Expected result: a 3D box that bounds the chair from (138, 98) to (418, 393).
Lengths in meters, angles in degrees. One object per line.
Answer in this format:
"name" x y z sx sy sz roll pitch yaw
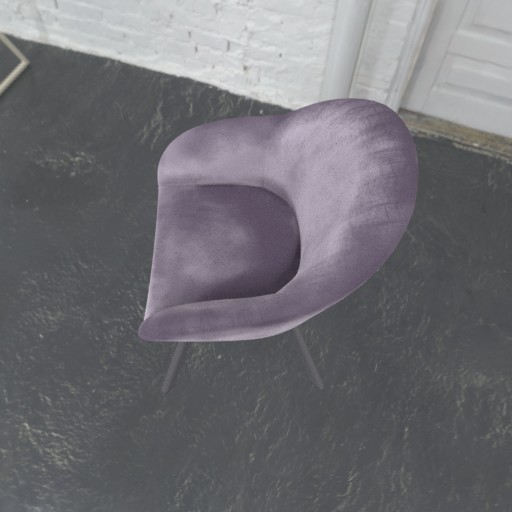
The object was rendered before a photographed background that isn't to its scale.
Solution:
"chair" 0.000 0.000 1.141 0.590 0.795 0.550 -1 59 -1
